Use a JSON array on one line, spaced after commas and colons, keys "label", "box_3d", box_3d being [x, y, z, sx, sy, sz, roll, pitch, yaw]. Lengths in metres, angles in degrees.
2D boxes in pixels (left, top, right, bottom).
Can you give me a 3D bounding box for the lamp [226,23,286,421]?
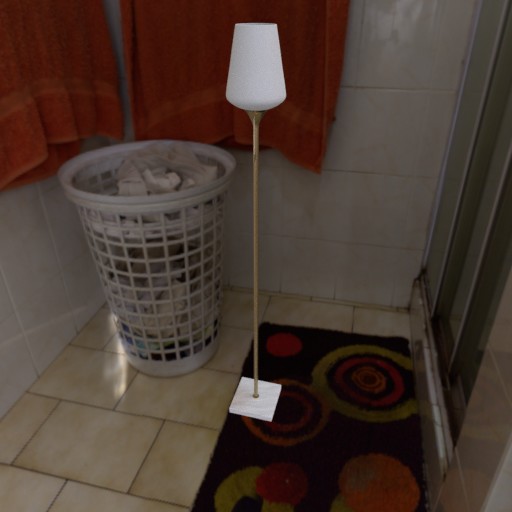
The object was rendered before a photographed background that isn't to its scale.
[{"label": "lamp", "box_3d": [0.000, 0.000, 1.955, 0.229, 1.813, 0.232, 8, 31, 13]}]
